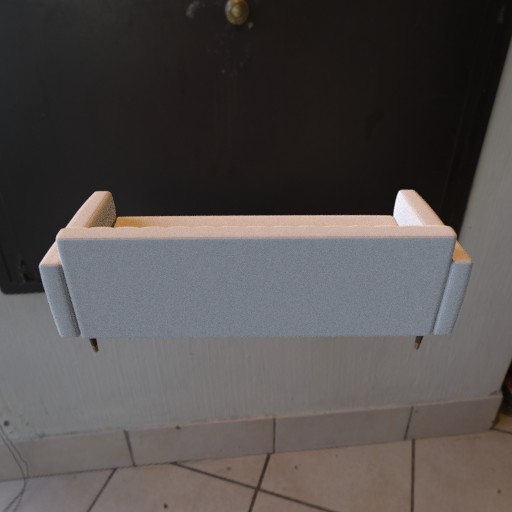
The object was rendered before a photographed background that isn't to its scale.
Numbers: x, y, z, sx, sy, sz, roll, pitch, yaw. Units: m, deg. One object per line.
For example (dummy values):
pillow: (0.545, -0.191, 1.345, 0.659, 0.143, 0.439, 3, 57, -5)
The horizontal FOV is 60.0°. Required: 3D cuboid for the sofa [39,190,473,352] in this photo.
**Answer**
sofa: (0.000, 0.000, 2.794, 2.291, 0.821, 0.990, 0, 31, -1)
